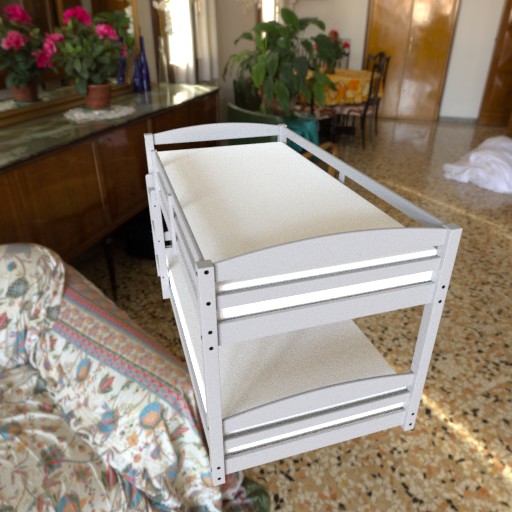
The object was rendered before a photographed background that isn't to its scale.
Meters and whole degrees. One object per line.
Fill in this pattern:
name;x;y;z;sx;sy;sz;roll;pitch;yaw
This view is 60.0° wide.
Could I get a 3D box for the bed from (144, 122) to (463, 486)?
bed;0.000;0.000;2.736;1.105;1.206;2.013;-9;30;-15
